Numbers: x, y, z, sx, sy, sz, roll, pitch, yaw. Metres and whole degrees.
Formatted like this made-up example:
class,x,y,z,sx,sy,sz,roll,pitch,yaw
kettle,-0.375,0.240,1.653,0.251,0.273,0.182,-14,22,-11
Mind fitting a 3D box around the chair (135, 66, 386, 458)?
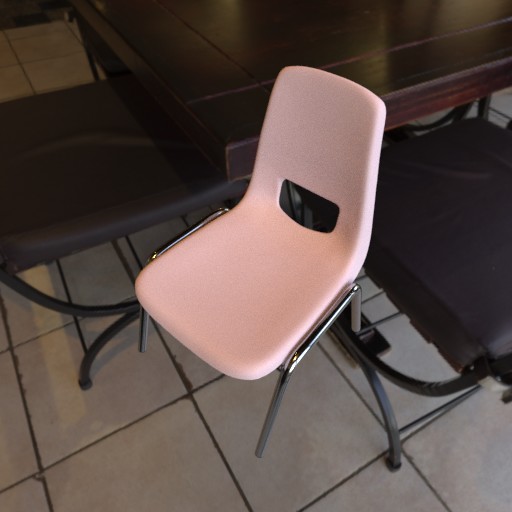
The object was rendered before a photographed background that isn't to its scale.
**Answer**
class,x,y,z,sx,sy,sz,roll,pitch,yaw
chair,0.000,0.000,0.792,0.354,0.536,0.385,32,54,27
